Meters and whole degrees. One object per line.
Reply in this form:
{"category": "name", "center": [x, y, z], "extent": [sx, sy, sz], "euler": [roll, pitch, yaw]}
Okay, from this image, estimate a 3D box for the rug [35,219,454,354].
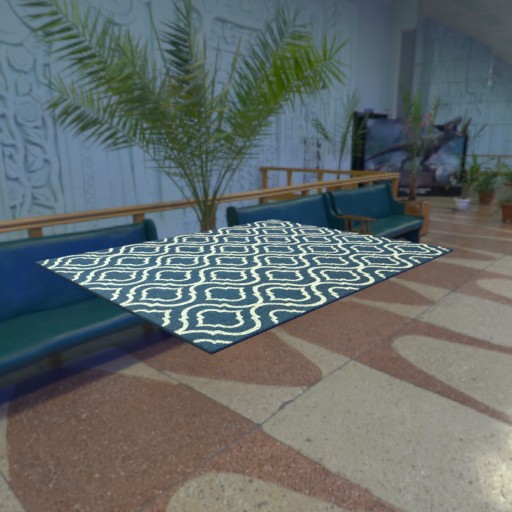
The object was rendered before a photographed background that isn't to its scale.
{"category": "rug", "center": [0.000, 0.000, 3.858], "extent": [2.270, 0.020, 2.881], "euler": [14, 20, 43]}
